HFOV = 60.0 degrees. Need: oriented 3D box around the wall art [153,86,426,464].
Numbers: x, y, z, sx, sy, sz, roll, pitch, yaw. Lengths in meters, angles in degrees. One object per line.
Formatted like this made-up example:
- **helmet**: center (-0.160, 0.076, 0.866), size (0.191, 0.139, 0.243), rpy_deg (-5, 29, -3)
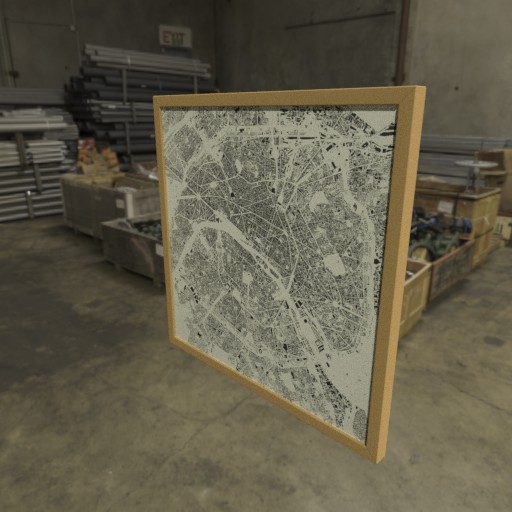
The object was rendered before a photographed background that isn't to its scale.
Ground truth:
- **wall art**: center (0.000, 0.000, 1.099), size (0.761, 0.761, 0.037), rpy_deg (17, 25, 42)
